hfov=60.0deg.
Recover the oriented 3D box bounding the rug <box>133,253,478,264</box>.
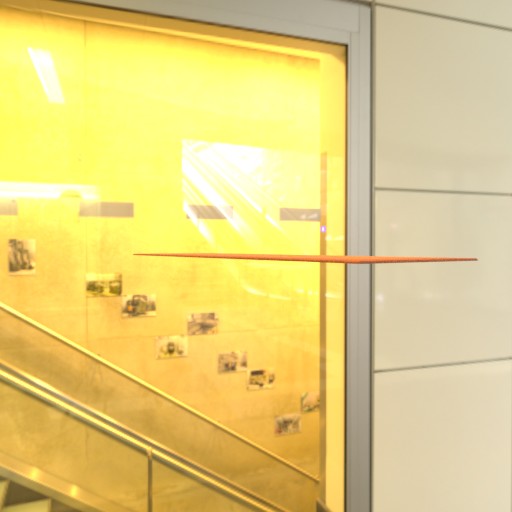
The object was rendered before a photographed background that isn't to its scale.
[{"bbox_3d":[0.000,0.000,2.763,0.914,0.013,2.471,-1,1,-38],"label":"rug"}]
